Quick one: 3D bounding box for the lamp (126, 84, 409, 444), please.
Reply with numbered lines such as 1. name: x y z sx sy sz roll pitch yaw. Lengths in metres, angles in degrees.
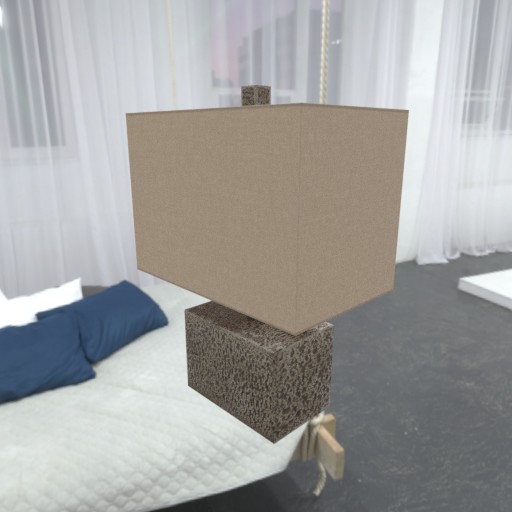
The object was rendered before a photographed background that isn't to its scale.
1. lamp: 0.000 0.000 0.572 0.180 0.411 0.294 -15 21 -42
